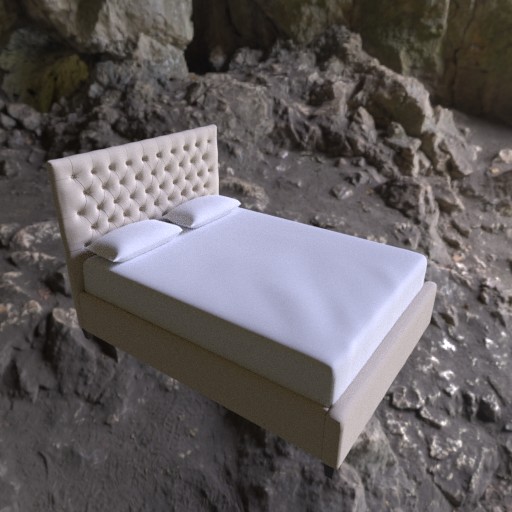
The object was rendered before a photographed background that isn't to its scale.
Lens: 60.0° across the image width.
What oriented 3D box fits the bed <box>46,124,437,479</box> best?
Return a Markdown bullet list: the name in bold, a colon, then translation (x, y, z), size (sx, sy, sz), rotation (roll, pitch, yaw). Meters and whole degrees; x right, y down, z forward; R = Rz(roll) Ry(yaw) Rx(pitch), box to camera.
- **bed**: translation (0.000, 0.000, 3.239), size (2.233, 1.426, 1.696), rotation (18, 31, 31)
